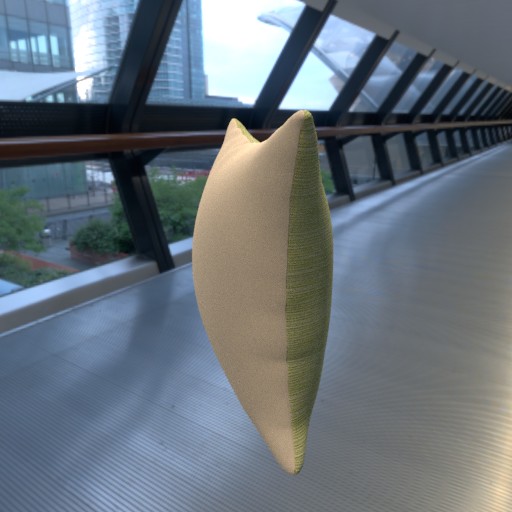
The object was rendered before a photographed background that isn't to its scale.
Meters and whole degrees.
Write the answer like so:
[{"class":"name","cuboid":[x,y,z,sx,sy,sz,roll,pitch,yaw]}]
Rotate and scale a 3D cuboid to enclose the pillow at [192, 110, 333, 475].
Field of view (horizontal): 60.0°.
[{"class":"pillow","cuboid":[0.000,0.000,0.802,0.229,0.487,0.560,-3,16,-11]}]
